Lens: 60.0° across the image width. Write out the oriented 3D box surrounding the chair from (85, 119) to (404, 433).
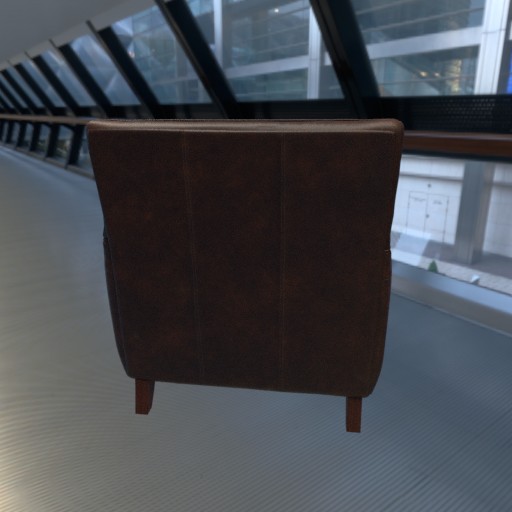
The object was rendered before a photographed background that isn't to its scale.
[{"bbox_3d":[0.000,0.000,1.605,0.870,0.943,0.823,2,17,7],"label":"chair"}]
